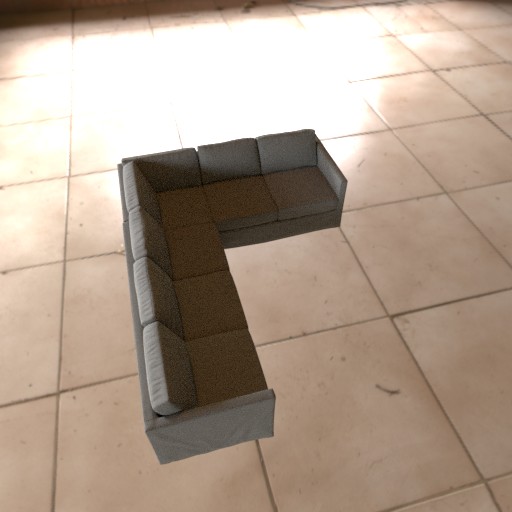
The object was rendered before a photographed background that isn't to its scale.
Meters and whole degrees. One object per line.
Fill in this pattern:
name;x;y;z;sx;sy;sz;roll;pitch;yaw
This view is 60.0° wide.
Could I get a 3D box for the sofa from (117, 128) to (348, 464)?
sofa;0.000;0.000;4.397;2.432;0.871;3.182;-12;48;-11
